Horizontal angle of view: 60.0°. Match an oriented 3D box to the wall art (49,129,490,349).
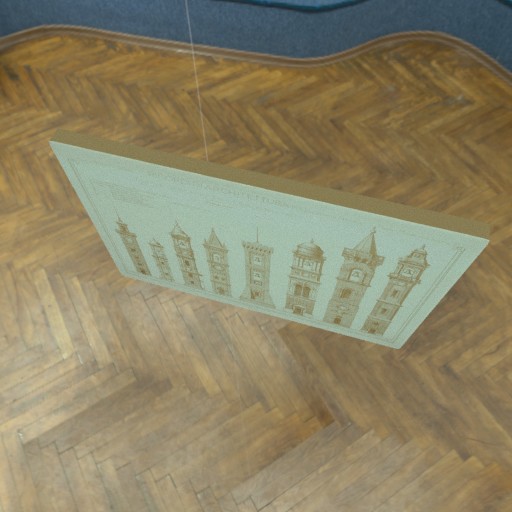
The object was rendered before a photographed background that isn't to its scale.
[{"bbox_3d":[0.000,0.000,0.480,0.380,0.254,0.019,14,60,8],"label":"wall art"}]
